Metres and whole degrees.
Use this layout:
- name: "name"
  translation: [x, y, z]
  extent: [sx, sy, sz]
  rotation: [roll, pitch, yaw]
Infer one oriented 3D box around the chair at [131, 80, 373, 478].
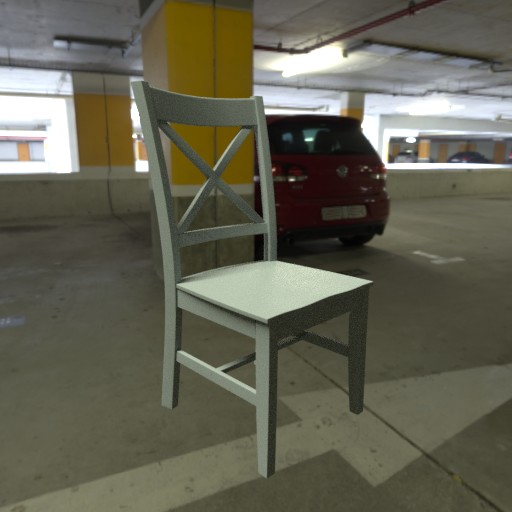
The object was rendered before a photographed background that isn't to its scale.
- name: "chair"
  translation: [0.000, 0.000, 1.321]
  extent: [0.485, 0.983, 0.542]
  rotation: [-12, 17, -43]
